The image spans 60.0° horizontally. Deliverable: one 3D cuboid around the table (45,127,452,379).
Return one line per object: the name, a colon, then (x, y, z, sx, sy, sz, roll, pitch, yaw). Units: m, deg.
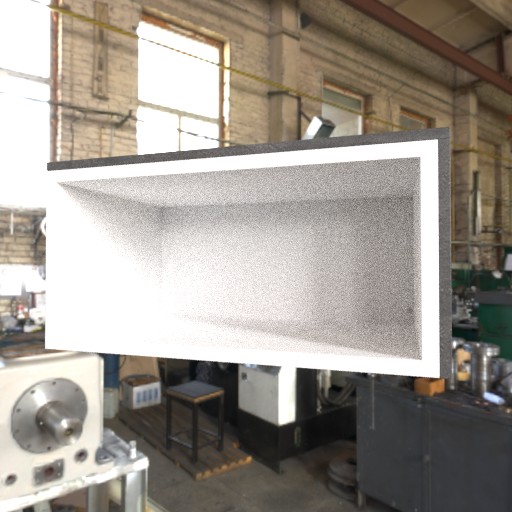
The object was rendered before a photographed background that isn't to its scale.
table: (0.000, 0.000, 0.913, 0.700, 0.350, 0.400, 0, -1, 18)
